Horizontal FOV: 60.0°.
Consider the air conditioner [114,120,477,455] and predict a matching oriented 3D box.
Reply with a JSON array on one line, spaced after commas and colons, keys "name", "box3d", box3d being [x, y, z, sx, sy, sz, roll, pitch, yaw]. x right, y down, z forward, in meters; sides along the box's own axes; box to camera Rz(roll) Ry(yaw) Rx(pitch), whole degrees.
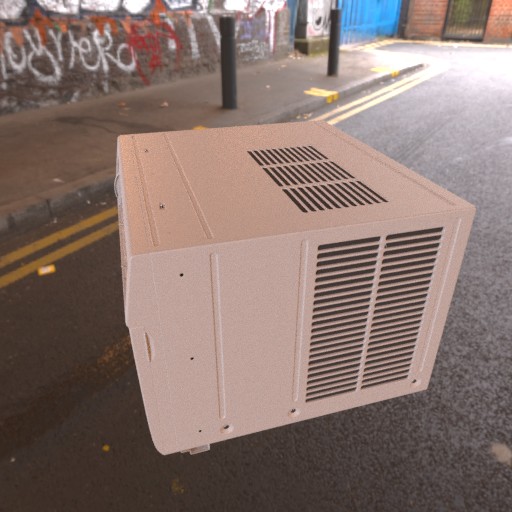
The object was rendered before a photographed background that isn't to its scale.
[{"name": "air conditioner", "box3d": [0.000, 0.000, 1.059, 0.599, 0.455, 0.645, -8, 31, -14]}]
